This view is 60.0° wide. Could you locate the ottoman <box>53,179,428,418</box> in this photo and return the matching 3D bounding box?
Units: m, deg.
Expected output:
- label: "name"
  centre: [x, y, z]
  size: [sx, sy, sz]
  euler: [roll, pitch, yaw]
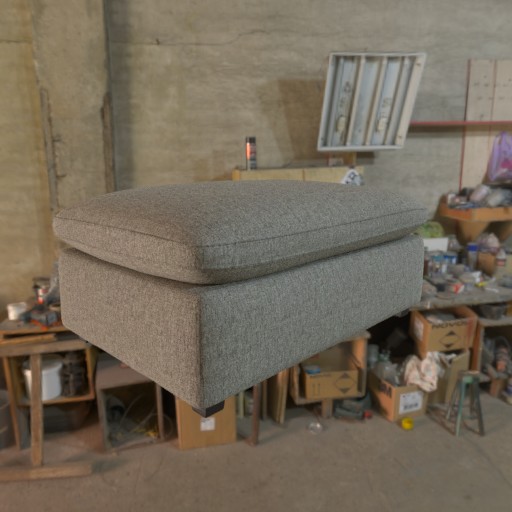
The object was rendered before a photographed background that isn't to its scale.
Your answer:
- label: "ottoman"
  centre: [0.000, 0.000, 1.352]
  size: [0.694, 0.451, 0.977]
  euler: [12, 17, 43]
